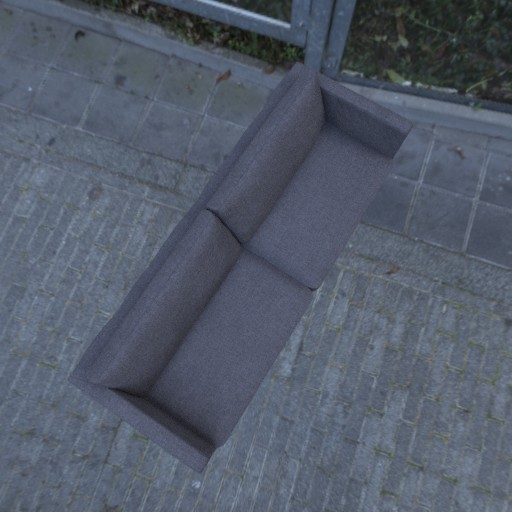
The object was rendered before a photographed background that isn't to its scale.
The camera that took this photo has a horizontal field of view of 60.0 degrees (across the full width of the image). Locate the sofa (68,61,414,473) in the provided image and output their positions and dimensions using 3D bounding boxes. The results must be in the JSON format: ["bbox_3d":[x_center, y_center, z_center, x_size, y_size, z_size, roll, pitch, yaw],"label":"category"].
[{"bbox_3d":[0.000,0.000,3.274,1.036,0.998,2.779,31,77,8],"label":"sofa"}]
